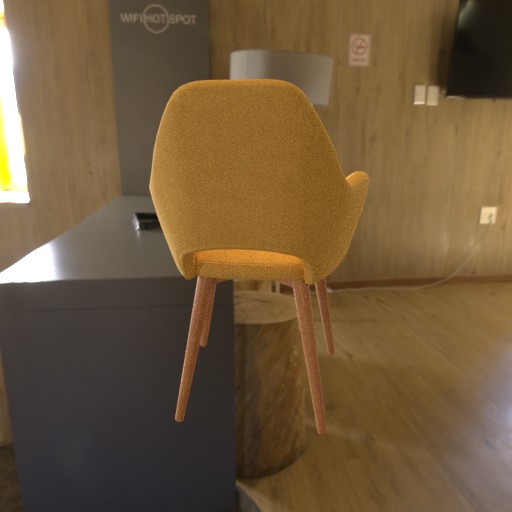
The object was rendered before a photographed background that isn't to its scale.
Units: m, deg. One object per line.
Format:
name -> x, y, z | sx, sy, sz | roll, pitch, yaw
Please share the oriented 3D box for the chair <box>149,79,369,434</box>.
chair -> 0.000, 0.000, 1.217 | 0.590, 0.840, 0.610 | 2, 15, 8
